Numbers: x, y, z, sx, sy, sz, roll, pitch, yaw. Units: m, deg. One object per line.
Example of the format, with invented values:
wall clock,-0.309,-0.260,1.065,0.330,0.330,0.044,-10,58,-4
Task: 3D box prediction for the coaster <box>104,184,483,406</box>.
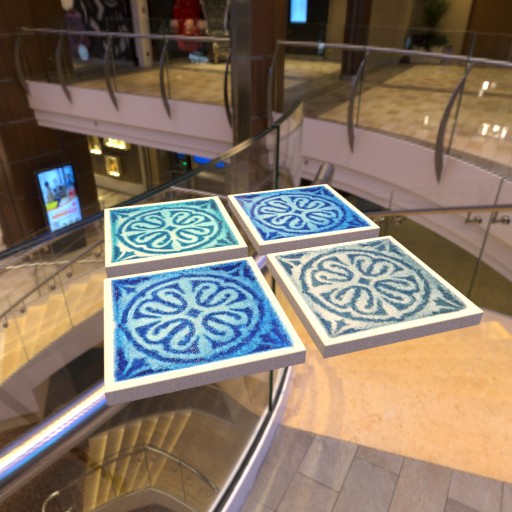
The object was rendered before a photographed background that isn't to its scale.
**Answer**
coaster,0.000,0.000,0.327,0.214,0.010,0.219,-9,31,-14
